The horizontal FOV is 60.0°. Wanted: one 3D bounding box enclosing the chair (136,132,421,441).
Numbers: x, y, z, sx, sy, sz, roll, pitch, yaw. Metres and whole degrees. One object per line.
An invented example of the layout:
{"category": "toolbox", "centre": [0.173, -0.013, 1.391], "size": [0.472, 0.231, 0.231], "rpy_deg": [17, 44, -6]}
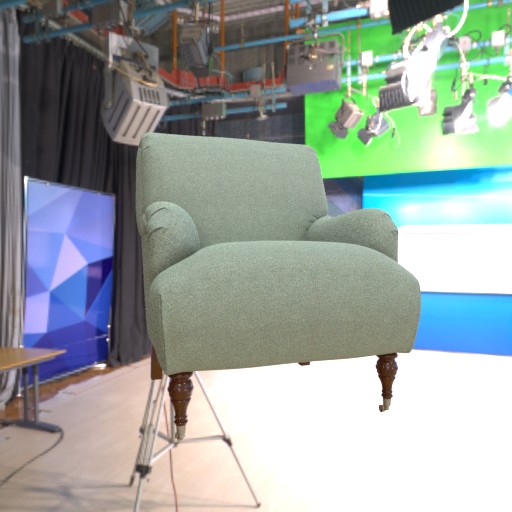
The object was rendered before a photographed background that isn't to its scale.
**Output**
{"category": "chair", "centre": [0.000, 0.000, 1.895], "size": [0.964, 1.178, 1.060], "rpy_deg": [0, 1, -19]}
